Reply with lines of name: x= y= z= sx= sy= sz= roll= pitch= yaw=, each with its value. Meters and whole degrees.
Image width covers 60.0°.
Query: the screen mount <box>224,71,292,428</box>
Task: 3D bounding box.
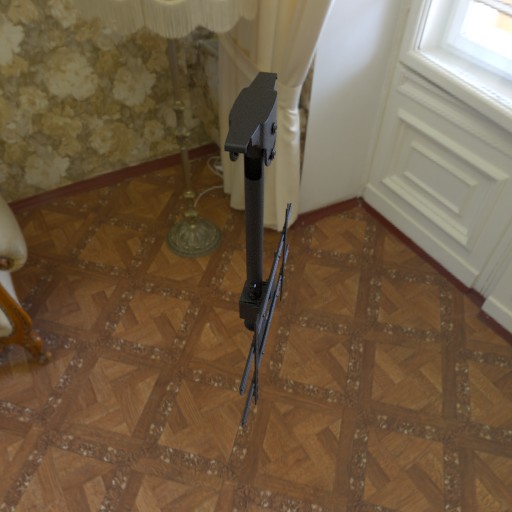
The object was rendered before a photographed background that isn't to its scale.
screen mount: x=0.000 y=0.000 z=1.052 sx=0.090 sy=0.775 sz=0.595 roll=10 pitch=48 yaw=9
